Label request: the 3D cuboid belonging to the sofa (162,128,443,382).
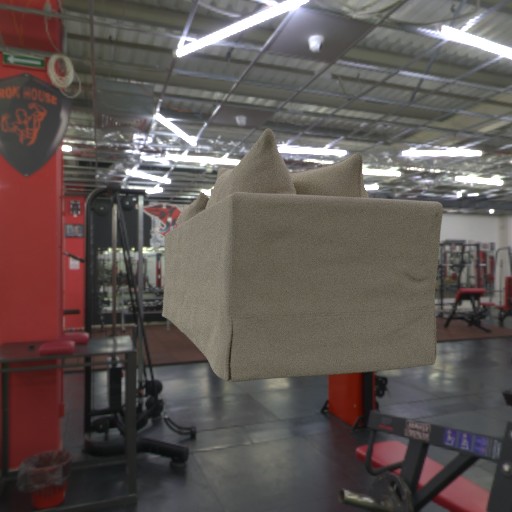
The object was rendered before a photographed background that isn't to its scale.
[{"bbox_3d":[0.000,0.000,3.030,1.046,1.047,2.499,0,-1,-18],"label":"sofa"}]
